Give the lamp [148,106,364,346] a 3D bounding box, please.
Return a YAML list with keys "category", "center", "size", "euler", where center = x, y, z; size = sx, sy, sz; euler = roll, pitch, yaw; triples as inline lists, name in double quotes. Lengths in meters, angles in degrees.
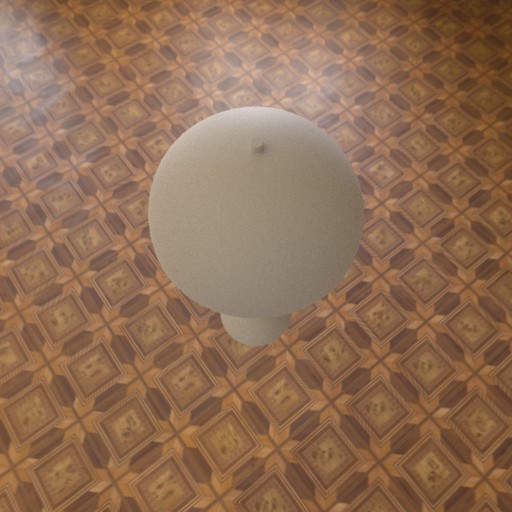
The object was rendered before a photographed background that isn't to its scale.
- category: "lamp"
  center: [0.000, 0.000, 0.427]
  size: [0.171, 0.330, 0.171]
  euler: [0, 64, 0]
